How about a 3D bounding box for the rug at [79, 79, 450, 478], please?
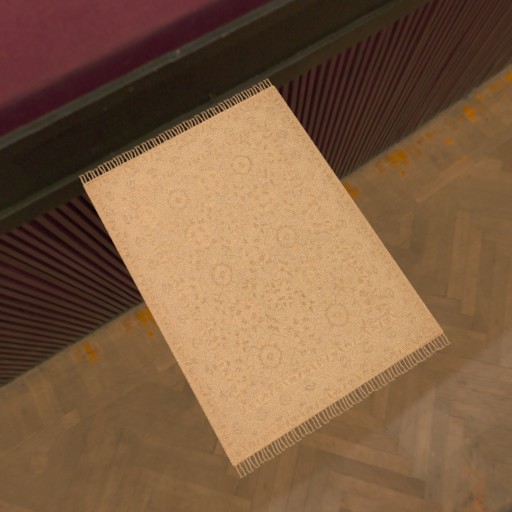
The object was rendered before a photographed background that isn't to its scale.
[{"bbox_3d":[0.000,0.000,2.331,1.223,0.015,1.771,-30,78,-7],"label":"rug"}]
